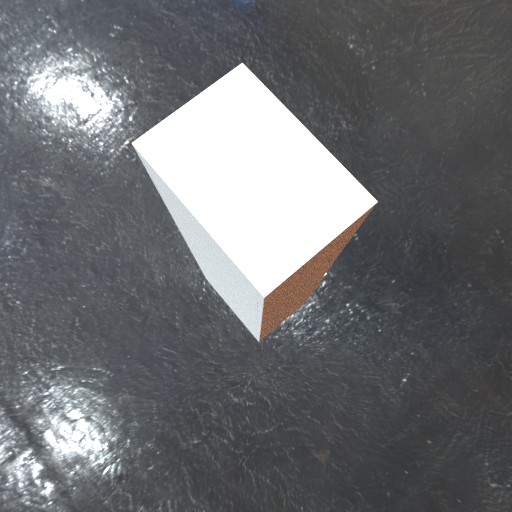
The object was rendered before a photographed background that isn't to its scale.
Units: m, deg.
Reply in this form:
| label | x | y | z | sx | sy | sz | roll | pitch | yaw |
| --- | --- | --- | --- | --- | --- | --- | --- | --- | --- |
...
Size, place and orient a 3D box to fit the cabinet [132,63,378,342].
| label | x | y | z | sx | sy | sz | roll | pitch | yaw |
| --- | --- | --- | --- | --- | --- | --- | --- | --- | --- |
| cabinet | 0.000 | 0.000 | 1.509 | 0.300 | 1.350 | 0.400 | -39 | 79 | -9 |
